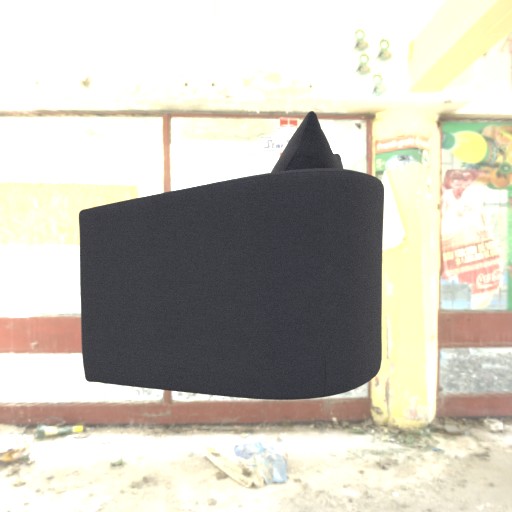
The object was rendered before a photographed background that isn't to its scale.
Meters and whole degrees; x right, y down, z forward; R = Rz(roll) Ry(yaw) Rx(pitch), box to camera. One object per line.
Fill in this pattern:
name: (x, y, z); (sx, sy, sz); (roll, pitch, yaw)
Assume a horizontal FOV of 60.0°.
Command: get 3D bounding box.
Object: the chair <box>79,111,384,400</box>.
chair: (0.000, 0.000, 1.634); (0.910, 0.848, 0.845); (0, 0, 19)
